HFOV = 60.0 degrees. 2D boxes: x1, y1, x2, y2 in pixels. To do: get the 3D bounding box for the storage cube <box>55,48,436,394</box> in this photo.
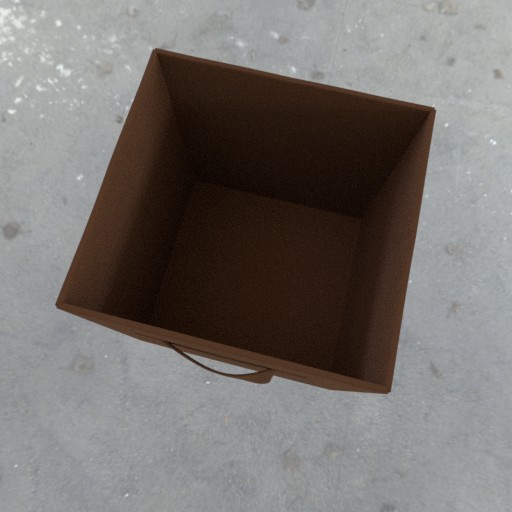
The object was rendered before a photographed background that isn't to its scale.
[{"bbox_3d":[0.000,0.000,0.501,0.270,0.280,0.270,14,74,4],"label":"storage cube"}]
